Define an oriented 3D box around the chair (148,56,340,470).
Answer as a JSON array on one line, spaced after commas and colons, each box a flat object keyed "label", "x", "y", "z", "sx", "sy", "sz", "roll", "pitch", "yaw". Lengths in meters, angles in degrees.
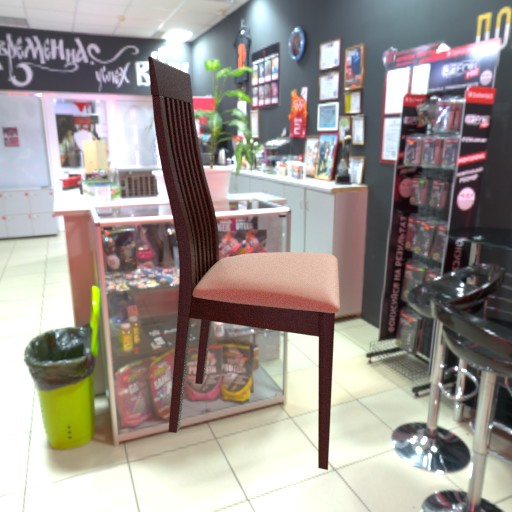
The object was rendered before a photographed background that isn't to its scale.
[{"label": "chair", "x": 0.000, "y": 0.000, "z": 1.275, "sx": 0.474, "sy": 1.027, "sz": 0.460, "roll": 2, "pitch": 15, "yaw": 9}]
